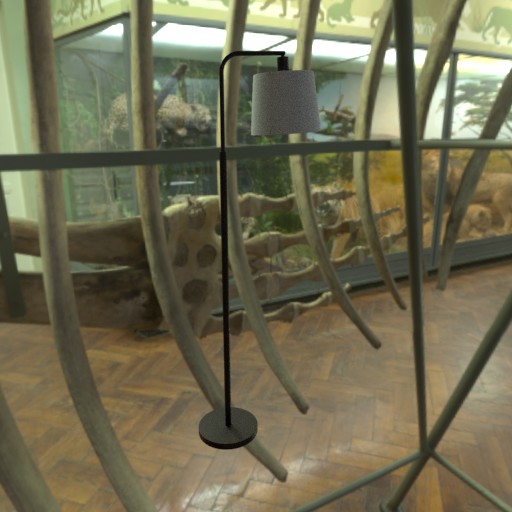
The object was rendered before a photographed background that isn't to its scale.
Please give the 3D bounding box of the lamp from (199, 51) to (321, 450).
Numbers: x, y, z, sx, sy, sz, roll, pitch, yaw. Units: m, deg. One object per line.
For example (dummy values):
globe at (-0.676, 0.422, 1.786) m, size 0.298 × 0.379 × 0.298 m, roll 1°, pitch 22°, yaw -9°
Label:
lamp at (0.000, 0.000, 1.717) m, size 0.508 × 1.478 × 0.254 m, roll -8°, pitch 17°, yaw -27°
